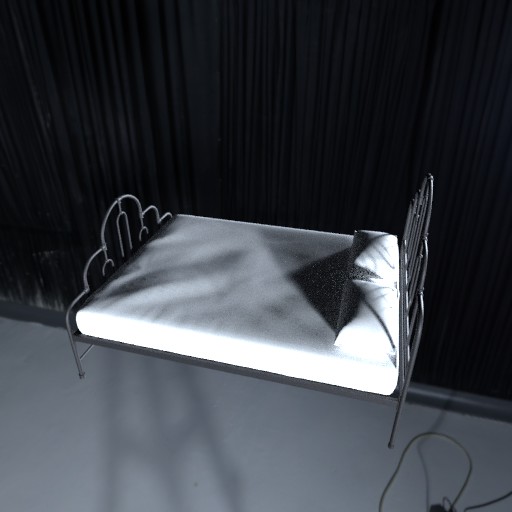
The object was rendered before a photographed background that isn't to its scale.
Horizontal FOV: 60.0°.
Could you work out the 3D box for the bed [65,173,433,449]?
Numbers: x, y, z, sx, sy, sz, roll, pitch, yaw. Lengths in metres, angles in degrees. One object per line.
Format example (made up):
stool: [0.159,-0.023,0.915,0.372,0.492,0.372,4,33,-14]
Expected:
bed: [0.000,0.000,3.213,2.163,1.429,1.640,8,32,13]
